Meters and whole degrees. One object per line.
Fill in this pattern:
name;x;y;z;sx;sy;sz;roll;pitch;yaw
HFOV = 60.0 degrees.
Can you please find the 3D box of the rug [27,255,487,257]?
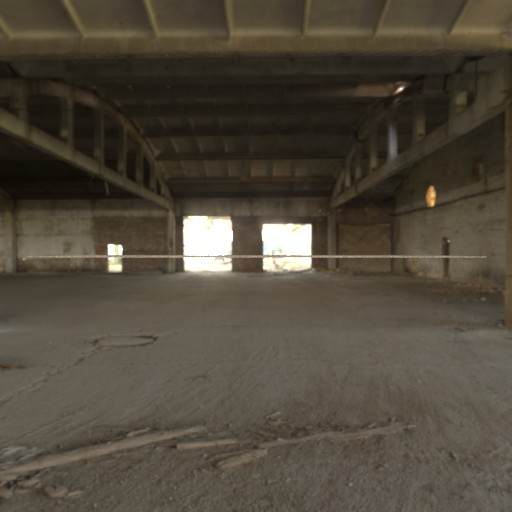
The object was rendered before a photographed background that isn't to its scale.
rug;0.000;0.000;2.697;2.443;0.009;0.706;0;1;0
